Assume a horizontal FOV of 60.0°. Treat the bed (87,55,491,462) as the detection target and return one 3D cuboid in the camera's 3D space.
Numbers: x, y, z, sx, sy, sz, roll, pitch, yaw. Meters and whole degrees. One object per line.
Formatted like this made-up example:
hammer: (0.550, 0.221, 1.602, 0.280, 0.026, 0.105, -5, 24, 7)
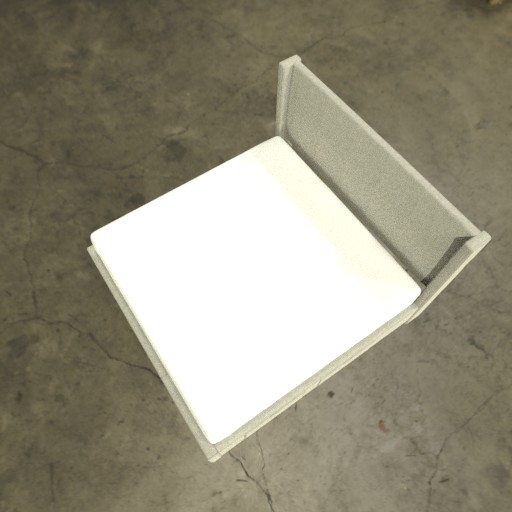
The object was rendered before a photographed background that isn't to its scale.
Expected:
bed: (0.000, 0.000, 3.641, 2.280, 1.470, 2.140, -31, 67, -15)
